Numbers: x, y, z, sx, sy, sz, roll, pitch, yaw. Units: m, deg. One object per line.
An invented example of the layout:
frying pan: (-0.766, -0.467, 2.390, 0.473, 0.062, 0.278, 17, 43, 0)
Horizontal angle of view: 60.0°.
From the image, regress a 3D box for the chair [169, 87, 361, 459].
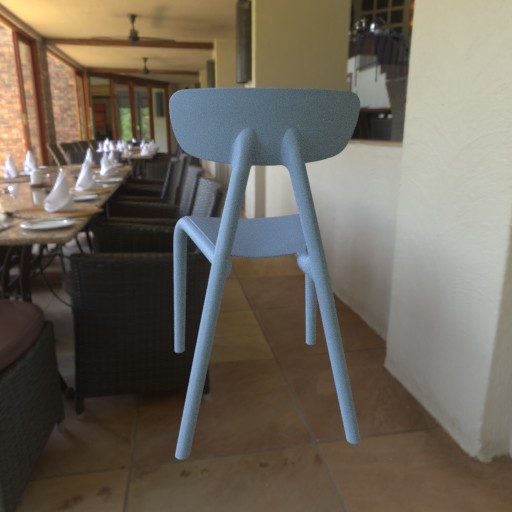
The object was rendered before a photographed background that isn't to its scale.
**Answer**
chair: (0.000, 0.000, 0.862, 0.356, 0.580, 0.401, -2, 15, -7)
